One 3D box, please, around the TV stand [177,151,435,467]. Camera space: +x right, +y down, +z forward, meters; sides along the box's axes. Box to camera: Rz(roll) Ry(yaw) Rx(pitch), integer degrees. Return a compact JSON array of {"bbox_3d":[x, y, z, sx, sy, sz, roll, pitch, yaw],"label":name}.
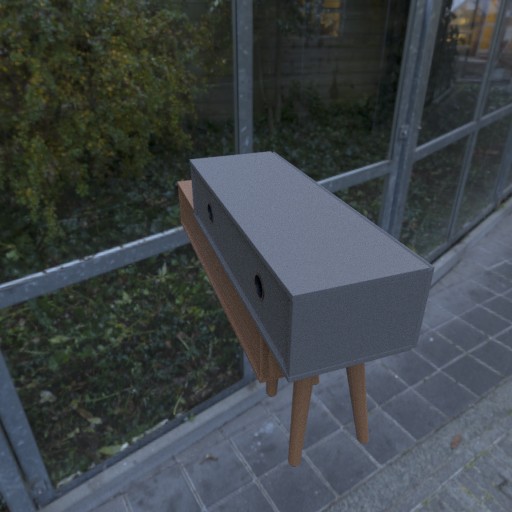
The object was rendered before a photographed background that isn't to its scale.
[{"bbox_3d":[0.000,0.000,1.576,0.329,0.591,1.336,-10,31,-17],"label":"TV stand"}]
